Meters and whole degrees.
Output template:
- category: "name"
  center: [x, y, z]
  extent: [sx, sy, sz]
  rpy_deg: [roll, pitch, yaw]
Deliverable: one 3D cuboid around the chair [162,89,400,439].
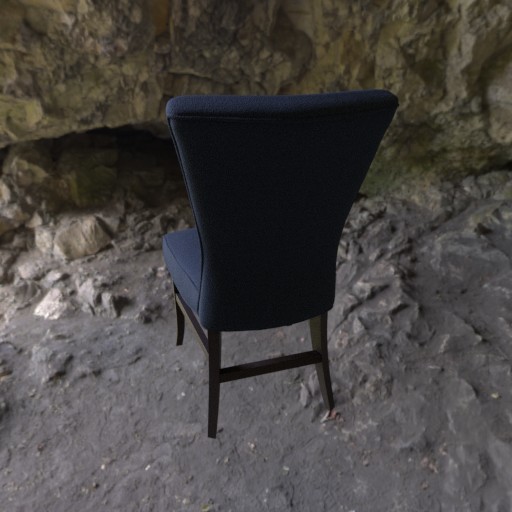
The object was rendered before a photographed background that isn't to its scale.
- category: "chair"
  center: [0.000, 0.000, 1.355]
  extent: [0.520, 0.991, 0.660]
  rpy_deg: [-8, 27, -15]
